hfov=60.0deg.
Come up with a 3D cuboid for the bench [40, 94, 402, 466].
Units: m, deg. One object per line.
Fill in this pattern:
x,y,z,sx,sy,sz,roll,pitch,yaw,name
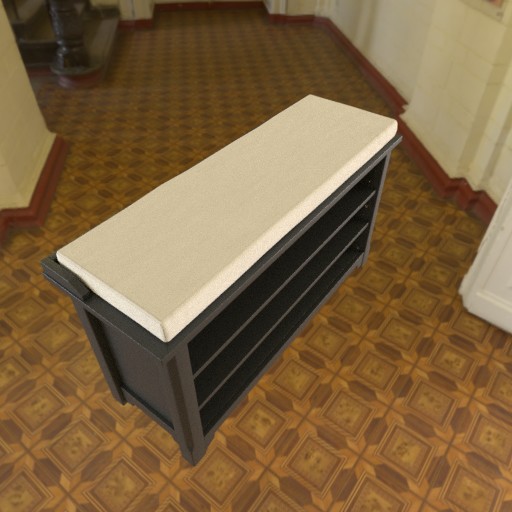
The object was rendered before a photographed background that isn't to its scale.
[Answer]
0.000,0.000,1.247,0.345,0.561,0.973,27,50,26,bench
